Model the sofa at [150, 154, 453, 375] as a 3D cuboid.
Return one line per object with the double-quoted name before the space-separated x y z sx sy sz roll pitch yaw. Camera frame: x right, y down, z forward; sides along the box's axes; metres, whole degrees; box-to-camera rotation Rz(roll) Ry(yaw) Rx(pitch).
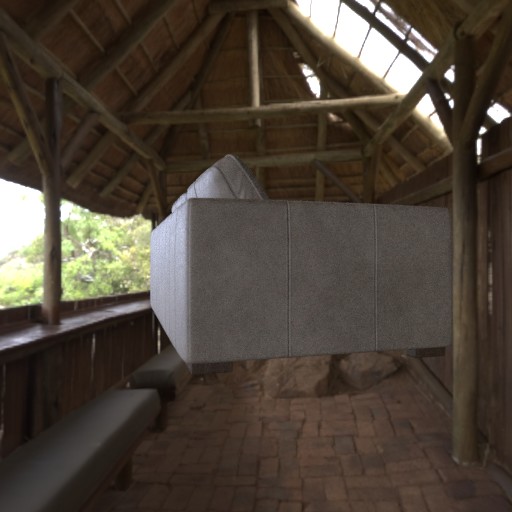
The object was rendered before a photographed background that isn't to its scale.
"sofa" 0.000 0.000 2.485 1.070 0.800 1.920 0 0 -17
